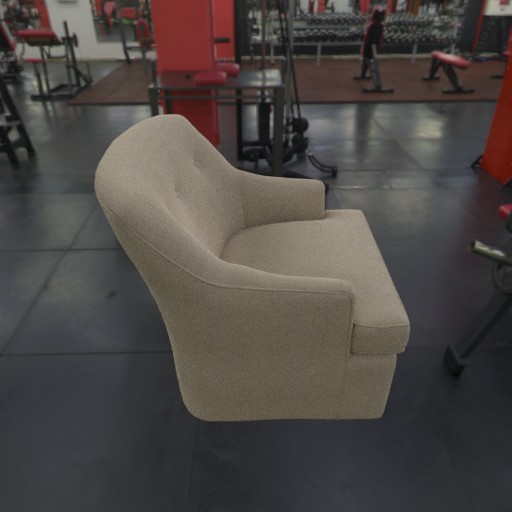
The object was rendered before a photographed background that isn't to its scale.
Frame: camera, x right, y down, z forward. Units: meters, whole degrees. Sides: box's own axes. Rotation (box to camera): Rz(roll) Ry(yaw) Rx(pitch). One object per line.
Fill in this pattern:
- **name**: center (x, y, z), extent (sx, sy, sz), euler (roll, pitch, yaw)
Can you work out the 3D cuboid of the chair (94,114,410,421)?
- **chair**: center (0.000, 0.000, 1.592), extent (0.923, 0.856, 0.864), euler (0, 32, 1)
